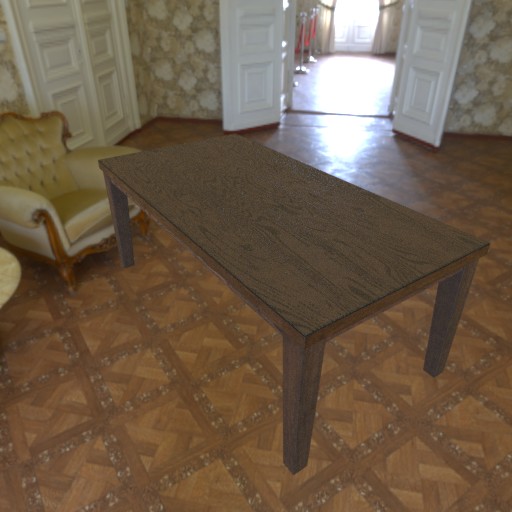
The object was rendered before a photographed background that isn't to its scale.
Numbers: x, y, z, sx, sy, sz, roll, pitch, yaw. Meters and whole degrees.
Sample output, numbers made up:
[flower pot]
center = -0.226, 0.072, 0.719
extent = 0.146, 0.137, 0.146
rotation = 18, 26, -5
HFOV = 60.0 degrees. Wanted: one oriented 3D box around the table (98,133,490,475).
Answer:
[table]
center = 0.000, 0.000, 2.499
extent = 1.016, 0.762, 1.981
rotation = -20, 37, -29
